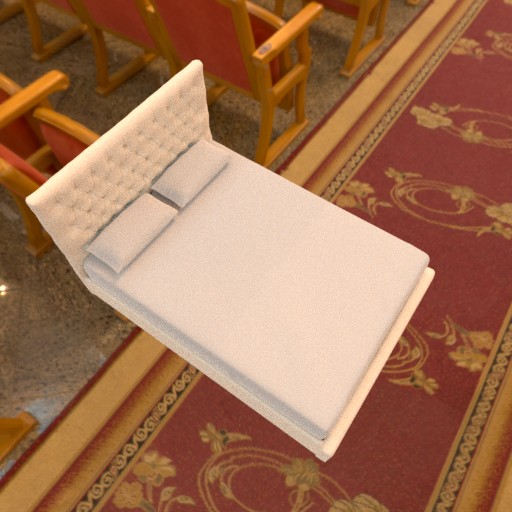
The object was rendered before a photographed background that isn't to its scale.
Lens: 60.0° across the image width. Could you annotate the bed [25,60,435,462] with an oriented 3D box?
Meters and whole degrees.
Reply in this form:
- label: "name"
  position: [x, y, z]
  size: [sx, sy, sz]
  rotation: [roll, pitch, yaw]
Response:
- label: "bed"
  position: [0.000, 0.000, 3.344]
  size: [2.387, 1.427, 1.698]
  rotation: [31, 64, 17]
